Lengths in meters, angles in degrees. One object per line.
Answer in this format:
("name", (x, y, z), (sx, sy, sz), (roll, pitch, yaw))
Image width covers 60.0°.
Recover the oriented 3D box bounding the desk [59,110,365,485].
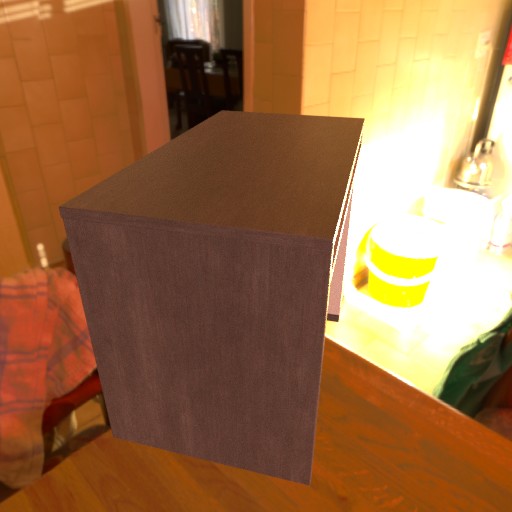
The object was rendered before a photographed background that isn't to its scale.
("desk", (0.000, 0.000, 1.548), (0.600, 0.750, 1.100), (7, 30, 13))
